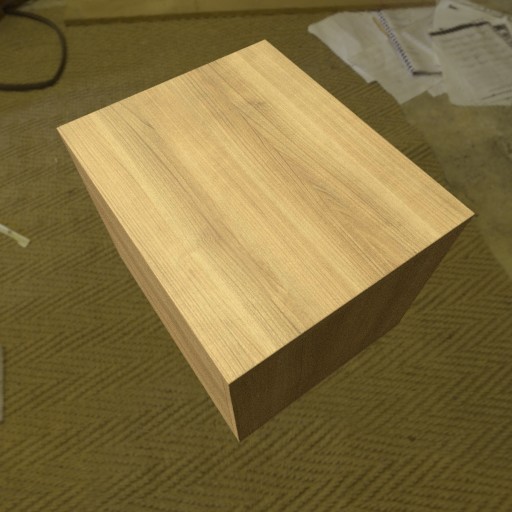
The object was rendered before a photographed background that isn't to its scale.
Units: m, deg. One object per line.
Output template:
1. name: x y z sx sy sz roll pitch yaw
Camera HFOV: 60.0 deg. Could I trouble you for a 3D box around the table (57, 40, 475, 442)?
1. table: 0.000 0.000 0.787 0.380 0.460 0.445 -31 63 -18
